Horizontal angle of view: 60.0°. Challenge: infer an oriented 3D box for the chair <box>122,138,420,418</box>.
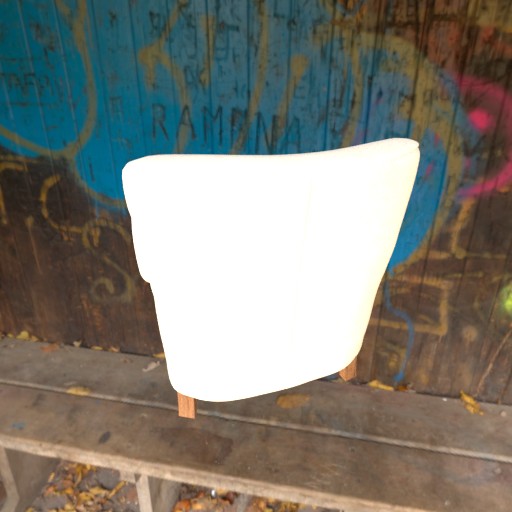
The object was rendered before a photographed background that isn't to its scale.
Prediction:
[{"bbox_3d":[0.000,0.000,1.629,0.861,0.936,0.921,-8,28,-15],"label":"chair"}]
